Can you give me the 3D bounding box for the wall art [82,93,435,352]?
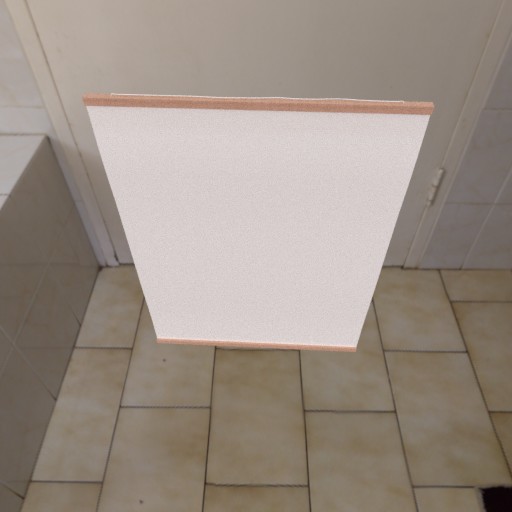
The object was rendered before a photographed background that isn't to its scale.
[{"bbox_3d":[0.000,0.000,1.326,0.758,1.013,0.020,2,48,2],"label":"wall art"}]
